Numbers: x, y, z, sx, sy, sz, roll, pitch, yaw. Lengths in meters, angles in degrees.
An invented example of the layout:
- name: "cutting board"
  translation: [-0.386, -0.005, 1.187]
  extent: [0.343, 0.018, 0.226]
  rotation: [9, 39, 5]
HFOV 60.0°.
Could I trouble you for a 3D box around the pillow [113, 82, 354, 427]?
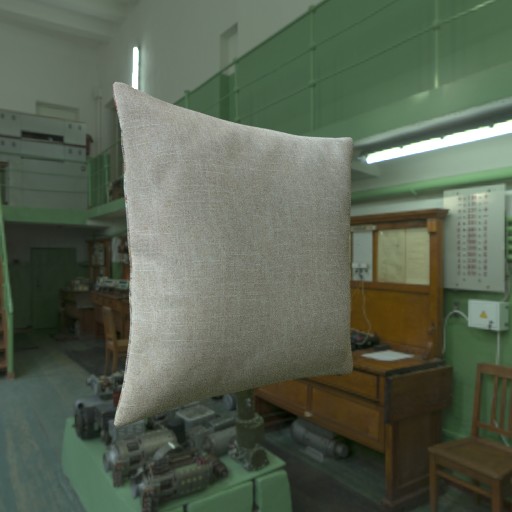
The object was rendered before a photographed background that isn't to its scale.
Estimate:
- name: "pillow"
  translation: [0.000, 0.000, 0.802]
  extent: [0.523, 0.506, 0.166]
  rotation: [0, 0, -37]
